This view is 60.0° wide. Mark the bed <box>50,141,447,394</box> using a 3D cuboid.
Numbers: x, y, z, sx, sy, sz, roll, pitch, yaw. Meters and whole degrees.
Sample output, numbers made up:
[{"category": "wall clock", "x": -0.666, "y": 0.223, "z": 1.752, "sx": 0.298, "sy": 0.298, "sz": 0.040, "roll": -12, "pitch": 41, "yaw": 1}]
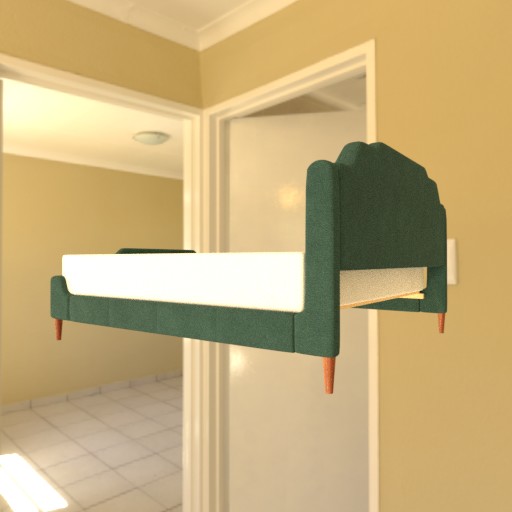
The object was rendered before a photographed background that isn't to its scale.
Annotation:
[{"category": "bed", "x": 0.000, "y": 0.000, "z": 3.446, "sx": 2.340, "sy": 1.245, "sz": 2.074, "roll": 0, "pitch": -1, "yaw": 36}]
